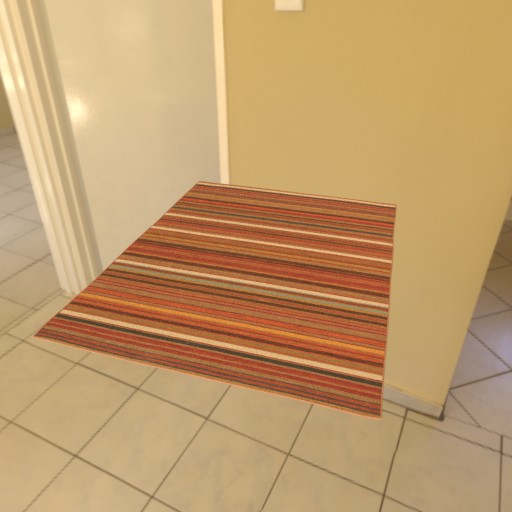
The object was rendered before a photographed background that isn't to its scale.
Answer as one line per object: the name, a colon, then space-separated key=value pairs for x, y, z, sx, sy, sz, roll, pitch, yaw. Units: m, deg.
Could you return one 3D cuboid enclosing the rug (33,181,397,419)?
rug: x=0.000 y=0.000 z=4.158 sx=2.479 sy=0.023 sz=3.092 roll=9 pitch=33 yaw=14
